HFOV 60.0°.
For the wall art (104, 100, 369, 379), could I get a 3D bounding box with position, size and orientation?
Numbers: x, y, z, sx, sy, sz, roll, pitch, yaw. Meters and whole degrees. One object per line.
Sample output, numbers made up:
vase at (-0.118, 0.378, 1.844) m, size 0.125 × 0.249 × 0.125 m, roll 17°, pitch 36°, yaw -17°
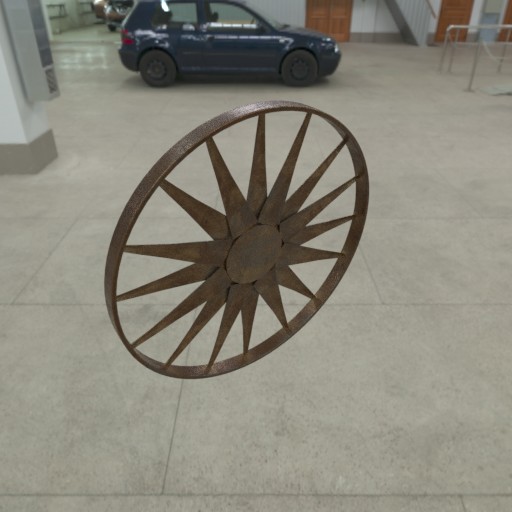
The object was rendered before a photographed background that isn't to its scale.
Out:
wall art at (0.000, 0.000, 0.862) m, size 0.582 × 0.583 × 0.084 m, roll -20°, pitch 37°, yaw -30°
